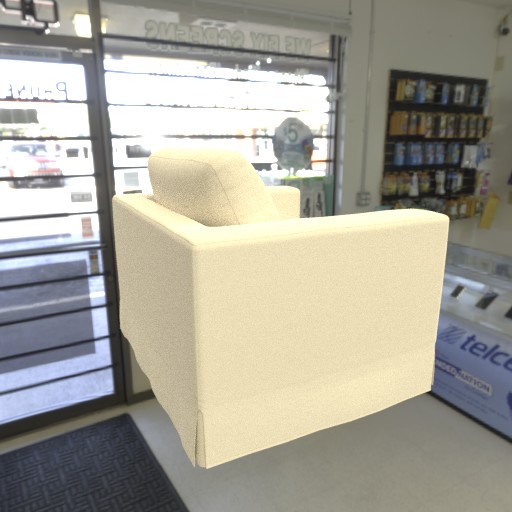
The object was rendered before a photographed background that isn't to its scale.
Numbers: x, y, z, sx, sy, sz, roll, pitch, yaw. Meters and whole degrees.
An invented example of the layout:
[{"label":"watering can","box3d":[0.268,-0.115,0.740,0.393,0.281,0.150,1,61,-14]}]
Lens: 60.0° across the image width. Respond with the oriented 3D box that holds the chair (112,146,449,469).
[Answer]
[{"label":"chair","box3d":[0.000,0.000,1.825,0.957,0.878,1.150,-7,17,-26]}]
